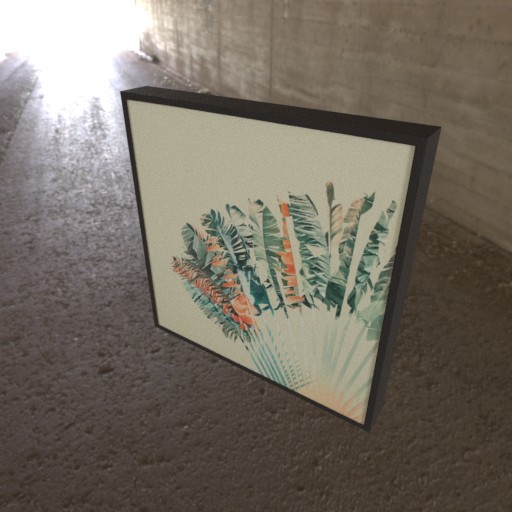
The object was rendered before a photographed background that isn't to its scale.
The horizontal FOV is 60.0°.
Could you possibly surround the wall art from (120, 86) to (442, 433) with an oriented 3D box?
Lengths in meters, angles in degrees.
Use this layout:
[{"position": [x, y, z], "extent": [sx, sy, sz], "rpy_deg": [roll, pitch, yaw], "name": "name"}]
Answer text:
[{"position": [0.000, 0.000, 0.459], "extent": [0.302, 0.300, 0.036], "rpy_deg": [19, 35, 29], "name": "wall art"}]
